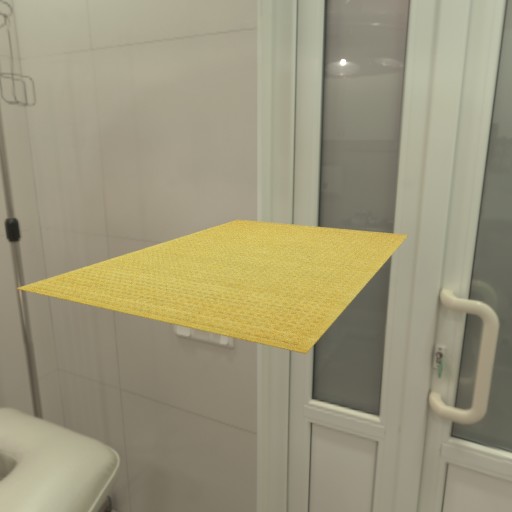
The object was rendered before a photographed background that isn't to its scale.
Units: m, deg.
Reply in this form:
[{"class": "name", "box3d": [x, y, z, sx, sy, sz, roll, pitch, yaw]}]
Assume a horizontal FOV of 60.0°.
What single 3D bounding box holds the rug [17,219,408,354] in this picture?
[{"class": "rug", "box3d": [0.000, 0.000, 3.664, 1.981, 0.006, 2.895, 7, 16, 26]}]
